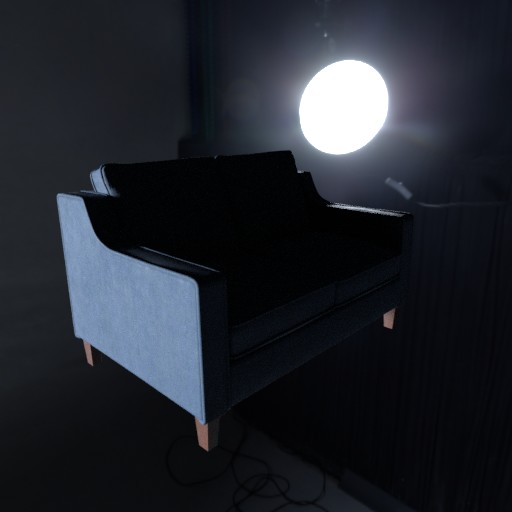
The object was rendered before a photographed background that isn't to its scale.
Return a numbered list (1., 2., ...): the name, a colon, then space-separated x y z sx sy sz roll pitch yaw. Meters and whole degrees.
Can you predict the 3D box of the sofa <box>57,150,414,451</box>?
1. sofa: 0.000 0.000 2.218 0.987 0.971 1.501 15 22 41
